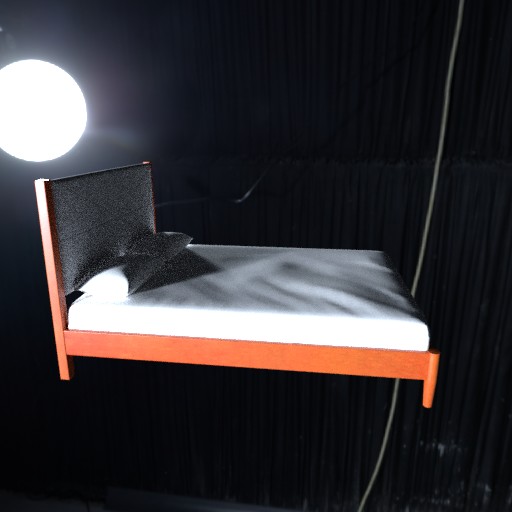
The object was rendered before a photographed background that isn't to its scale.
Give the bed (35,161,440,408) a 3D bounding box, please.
[{"bbox_3d":[0.000,0.000,3.064,2.117,1.165,1.566,2,16,8],"label":"bed"}]
